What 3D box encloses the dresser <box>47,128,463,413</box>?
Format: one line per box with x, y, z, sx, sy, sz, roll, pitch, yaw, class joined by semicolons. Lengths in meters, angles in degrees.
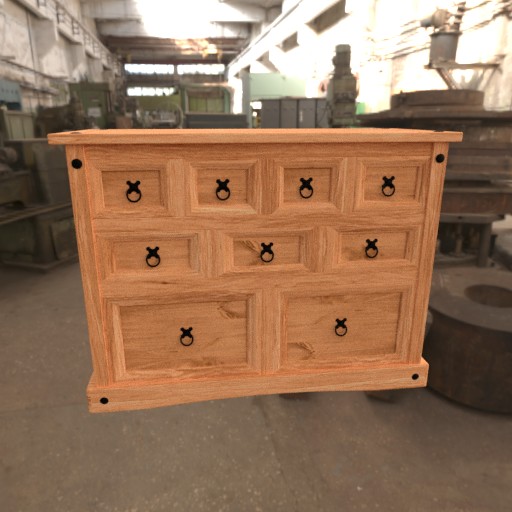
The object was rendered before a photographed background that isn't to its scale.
0.000;0.000;1.349;0.990;0.740;0.410;-2;18;-7;dresser
